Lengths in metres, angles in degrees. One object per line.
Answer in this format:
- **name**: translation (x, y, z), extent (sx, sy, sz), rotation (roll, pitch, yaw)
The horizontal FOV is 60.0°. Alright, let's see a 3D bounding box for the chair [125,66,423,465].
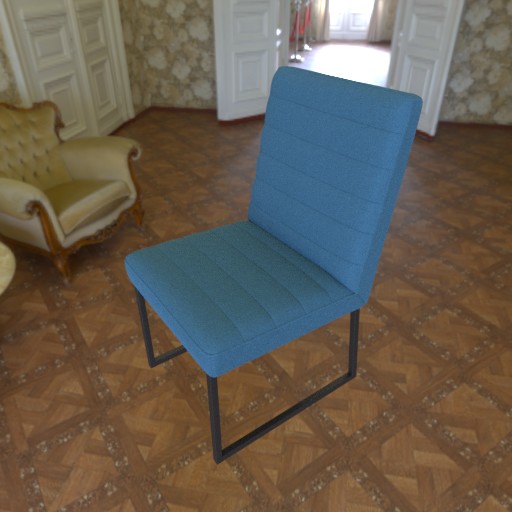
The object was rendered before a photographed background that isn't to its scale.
- **chair**: translation (0.000, 0.000, 1.298), extent (0.634, 0.930, 0.520), rotation (-21, 38, -29)
